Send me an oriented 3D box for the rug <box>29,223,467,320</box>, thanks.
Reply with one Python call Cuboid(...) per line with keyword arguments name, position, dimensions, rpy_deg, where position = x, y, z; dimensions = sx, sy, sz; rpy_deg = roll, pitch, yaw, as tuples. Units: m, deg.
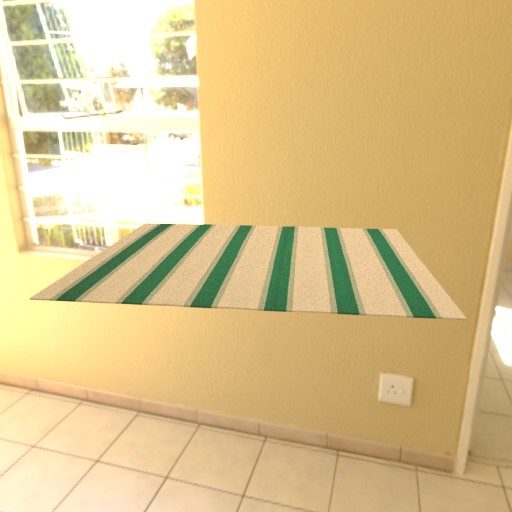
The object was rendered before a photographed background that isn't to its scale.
Cuboid(name="rug", position=(0.000, 0.000, 4.196), dimensions=(3.041, 0.019, 2.434), rpy_deg=(2, 17, 6))
